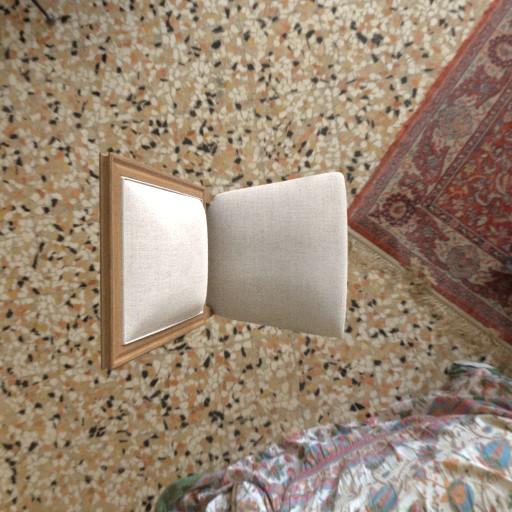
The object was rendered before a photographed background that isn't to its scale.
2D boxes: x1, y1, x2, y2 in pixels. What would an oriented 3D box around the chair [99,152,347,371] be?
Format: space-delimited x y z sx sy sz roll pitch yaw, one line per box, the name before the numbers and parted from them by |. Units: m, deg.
chair | 0.000 0.000 1.333 0.601 0.988 0.536 0 91 0
